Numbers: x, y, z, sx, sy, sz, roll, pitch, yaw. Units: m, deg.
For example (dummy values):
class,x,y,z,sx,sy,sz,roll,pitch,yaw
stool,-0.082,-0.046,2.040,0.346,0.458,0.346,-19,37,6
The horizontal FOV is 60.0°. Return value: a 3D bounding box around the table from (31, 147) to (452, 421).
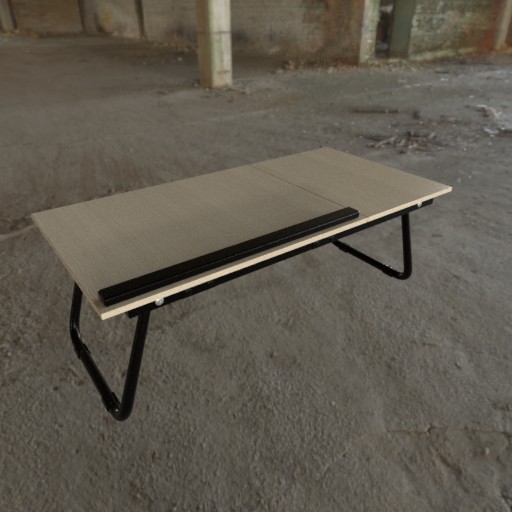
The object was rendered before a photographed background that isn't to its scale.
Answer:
class,x,y,z,sx,sy,sz,roll,pitch,yaw
table,0.000,0.000,0.801,0.644,0.242,0.322,-20,35,-31
